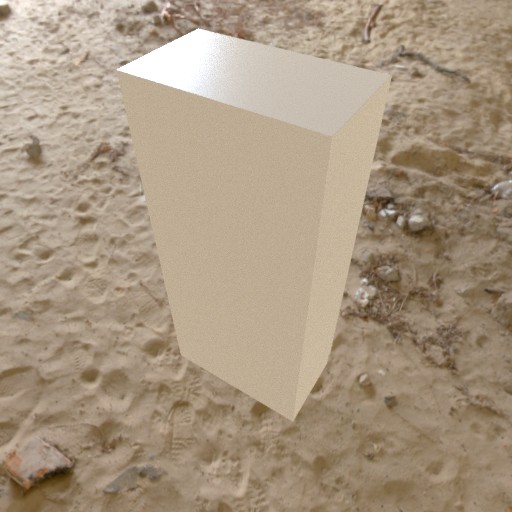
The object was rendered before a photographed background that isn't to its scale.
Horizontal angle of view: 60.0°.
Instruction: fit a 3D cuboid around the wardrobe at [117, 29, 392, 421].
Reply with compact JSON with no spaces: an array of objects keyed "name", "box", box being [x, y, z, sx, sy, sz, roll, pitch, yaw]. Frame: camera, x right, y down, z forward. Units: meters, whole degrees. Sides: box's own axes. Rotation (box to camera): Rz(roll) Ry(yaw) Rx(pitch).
[{"name":"wardrobe","box":[0.000,0.000,2.023,0.760,1.700,0.470,24,51,22]}]
